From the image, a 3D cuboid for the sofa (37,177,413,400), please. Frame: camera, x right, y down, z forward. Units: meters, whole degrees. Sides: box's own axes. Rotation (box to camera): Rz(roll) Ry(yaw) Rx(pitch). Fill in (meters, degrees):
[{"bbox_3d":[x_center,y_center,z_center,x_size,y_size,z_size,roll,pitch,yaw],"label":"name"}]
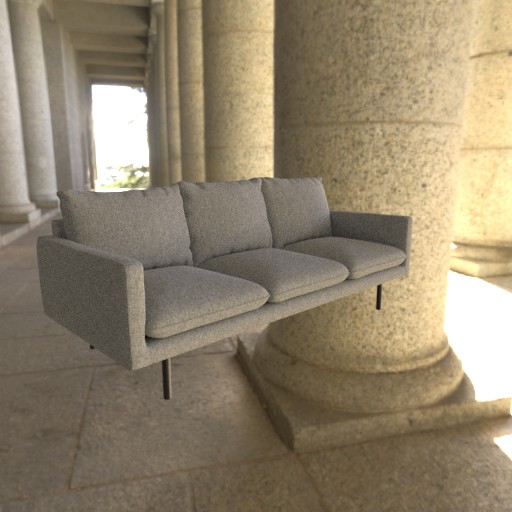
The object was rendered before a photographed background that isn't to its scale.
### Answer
[{"bbox_3d":[0.000,0.000,2.440,2.000,0.830,0.850,-11,16,-43],"label":"sofa"}]
